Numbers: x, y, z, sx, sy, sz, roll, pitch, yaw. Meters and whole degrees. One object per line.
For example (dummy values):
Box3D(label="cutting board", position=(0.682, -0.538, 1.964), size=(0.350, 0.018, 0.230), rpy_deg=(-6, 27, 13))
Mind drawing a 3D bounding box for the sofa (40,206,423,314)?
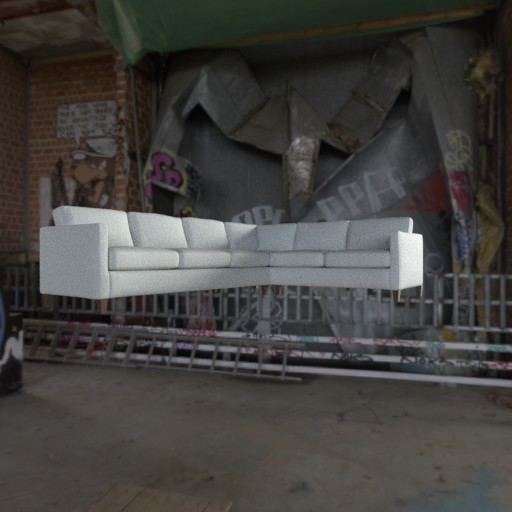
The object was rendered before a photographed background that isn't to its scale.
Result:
Box3D(label="sofa", position=(0.000, 0.000, 4.597), size=(2.522, 0.934, 3.333), rpy_deg=(0, 0, 36))
